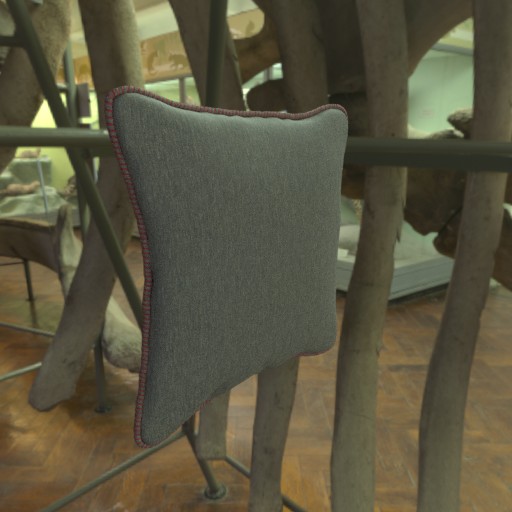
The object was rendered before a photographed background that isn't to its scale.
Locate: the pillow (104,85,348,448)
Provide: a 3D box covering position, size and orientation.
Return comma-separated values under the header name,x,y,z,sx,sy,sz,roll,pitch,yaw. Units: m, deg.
name,x,y,z,sx,sy,sz,roll,pitch,yaw
pillow,0.000,0.000,0.723,0.482,0.491,0.124,-15,21,-43
